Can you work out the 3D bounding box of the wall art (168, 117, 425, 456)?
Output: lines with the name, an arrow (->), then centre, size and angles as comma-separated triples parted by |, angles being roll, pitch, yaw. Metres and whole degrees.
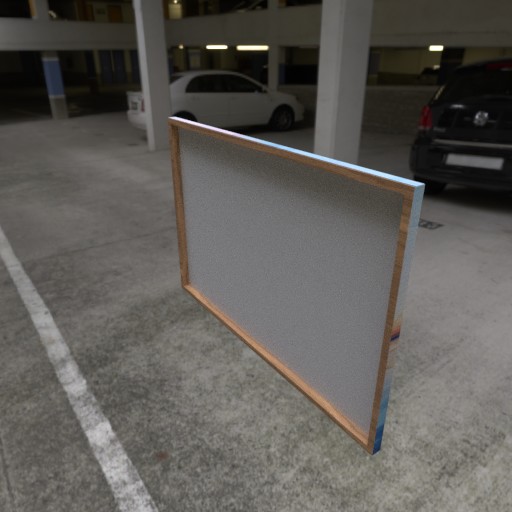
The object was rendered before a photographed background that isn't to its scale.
wall art -> 0.000, 0.000, 0.781 | 0.018, 0.402, 0.604 | -17, 30, -32
